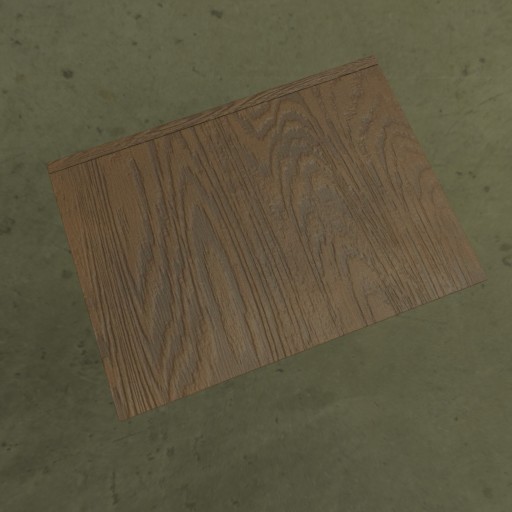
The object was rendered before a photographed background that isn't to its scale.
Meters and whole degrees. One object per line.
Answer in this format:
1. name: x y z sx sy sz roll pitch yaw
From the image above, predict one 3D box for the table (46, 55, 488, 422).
1. table: 0.000 0.000 0.955 0.560 0.585 0.439 -20 77 -5
